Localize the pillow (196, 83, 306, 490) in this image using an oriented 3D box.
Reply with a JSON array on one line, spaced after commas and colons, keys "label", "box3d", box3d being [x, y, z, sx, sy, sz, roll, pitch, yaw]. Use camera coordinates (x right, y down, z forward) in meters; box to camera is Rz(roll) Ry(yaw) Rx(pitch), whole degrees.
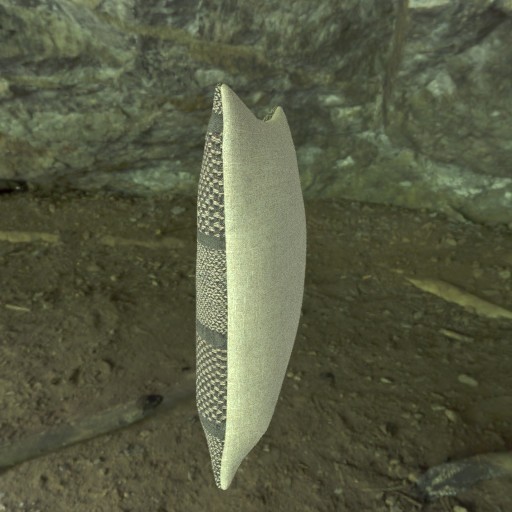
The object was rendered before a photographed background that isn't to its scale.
[{"label": "pillow", "box3d": [0.000, 0.000, 0.642, 0.138, 0.432, 0.435, 3, 16, 9]}]
